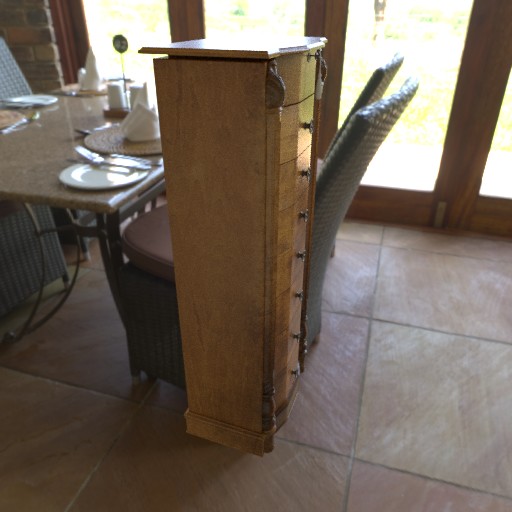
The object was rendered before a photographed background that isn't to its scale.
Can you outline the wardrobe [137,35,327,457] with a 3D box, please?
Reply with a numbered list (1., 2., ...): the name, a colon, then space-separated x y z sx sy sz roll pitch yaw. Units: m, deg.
1. wardrobe: 0.000 0.000 1.099 0.273 0.959 0.406 10 31 18
